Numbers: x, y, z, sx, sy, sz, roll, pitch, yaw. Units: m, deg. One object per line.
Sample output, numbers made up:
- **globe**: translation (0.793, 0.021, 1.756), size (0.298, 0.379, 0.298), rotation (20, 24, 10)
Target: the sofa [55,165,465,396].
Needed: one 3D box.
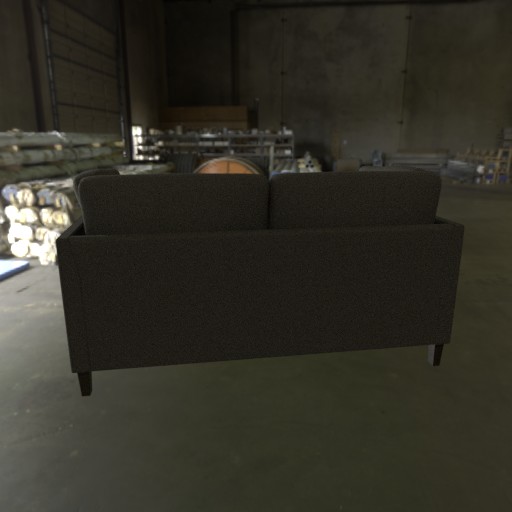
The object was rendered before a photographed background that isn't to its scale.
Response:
- **sofa**: translation (0.000, 0.000, 2.325), size (1.751, 0.920, 0.969), rotation (-2, 15, -9)
